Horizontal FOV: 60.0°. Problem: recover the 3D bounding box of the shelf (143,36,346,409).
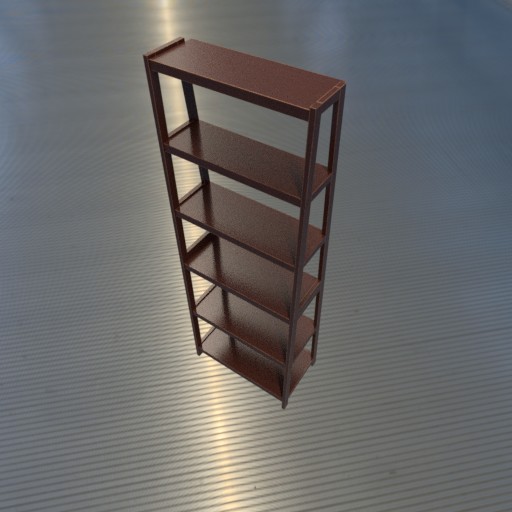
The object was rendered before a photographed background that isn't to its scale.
[{"bbox_3d":[0.000,0.000,2.144,0.660,1.892,0.381,26,52,23],"label":"shelf"}]
